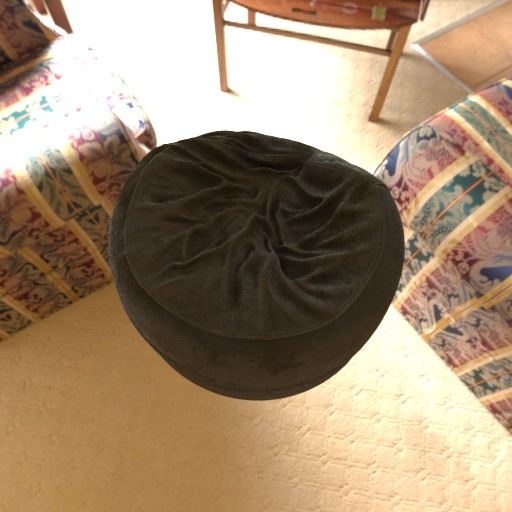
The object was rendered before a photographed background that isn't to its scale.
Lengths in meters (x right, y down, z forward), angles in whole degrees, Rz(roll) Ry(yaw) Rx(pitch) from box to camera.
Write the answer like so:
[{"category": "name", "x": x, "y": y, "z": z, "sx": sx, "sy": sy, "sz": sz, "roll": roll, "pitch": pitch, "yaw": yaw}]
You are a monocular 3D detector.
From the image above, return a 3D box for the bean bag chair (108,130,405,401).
[{"category": "bean bag chair", "x": 0.000, "y": 0.000, "z": 1.518, "sx": 0.918, "sy": 0.605, "sz": 0.918, "roll": 0, "pitch": 64, "yaw": 0}]
